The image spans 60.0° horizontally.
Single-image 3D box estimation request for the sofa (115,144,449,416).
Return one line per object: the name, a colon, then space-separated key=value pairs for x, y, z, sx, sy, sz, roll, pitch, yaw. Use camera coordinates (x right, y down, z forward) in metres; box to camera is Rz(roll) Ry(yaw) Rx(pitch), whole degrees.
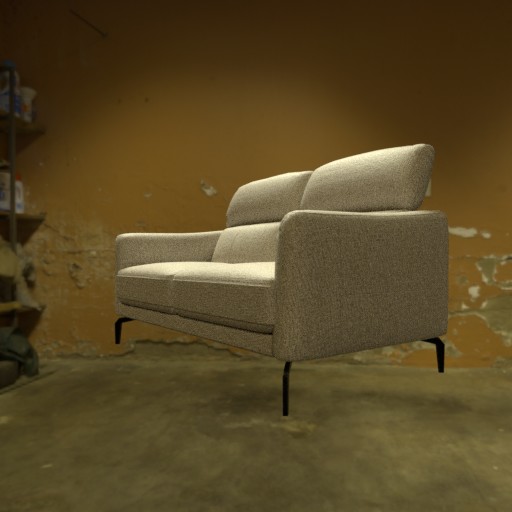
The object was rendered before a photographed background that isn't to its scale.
sofa: x=0.000 y=0.000 z=2.107 sx=0.905 sy=0.950 sz=1.540 roll=1 pitch=-1 yaw=-37
